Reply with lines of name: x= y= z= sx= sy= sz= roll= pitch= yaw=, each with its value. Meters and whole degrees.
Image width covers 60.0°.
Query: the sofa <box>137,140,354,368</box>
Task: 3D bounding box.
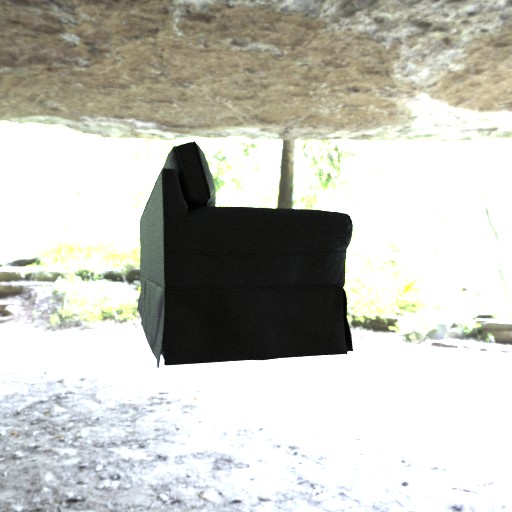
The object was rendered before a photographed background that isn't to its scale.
sofa: x=0.000 y=0.000 z=3.298 sx=1.637 sy=1.039 sz=2.518 roll=0 pitch=-1 yaw=-17
